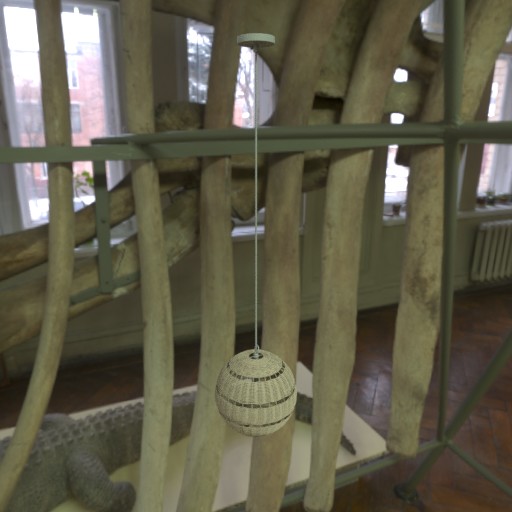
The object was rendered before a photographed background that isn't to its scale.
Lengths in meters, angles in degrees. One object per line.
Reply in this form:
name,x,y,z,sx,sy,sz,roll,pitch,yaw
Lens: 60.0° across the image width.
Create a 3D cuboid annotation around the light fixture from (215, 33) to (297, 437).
light fixture,0.000,0.000,2.244,0.457,2.019,0.457,-7,17,-23
